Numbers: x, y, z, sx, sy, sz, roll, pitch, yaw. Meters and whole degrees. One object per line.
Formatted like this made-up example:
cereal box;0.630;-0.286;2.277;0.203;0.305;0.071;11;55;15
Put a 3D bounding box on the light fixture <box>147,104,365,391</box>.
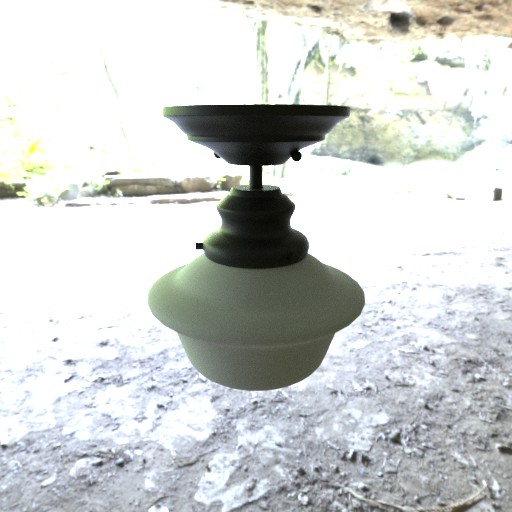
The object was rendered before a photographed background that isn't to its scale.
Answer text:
light fixture;0.000;0.000;0.400;0.197;0.254;0.197;0;17;0
